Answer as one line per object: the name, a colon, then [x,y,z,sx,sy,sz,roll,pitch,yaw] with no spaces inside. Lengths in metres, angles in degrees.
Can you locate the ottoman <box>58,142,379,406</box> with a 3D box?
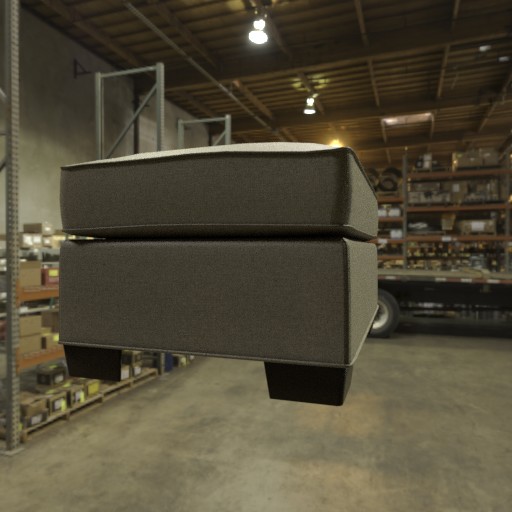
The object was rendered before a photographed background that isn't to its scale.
ottoman: [0.000,0.000,1.228,0.619,0.504,0.843,0,1,18]
